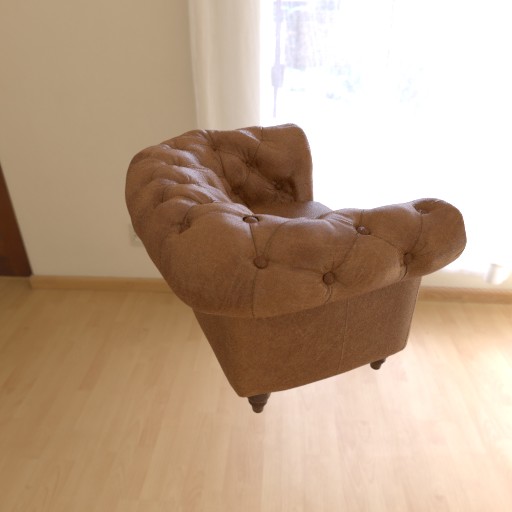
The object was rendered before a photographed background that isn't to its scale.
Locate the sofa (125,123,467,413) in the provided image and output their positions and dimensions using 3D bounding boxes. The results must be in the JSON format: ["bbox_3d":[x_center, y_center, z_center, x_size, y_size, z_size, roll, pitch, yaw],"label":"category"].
[{"bbox_3d":[0.000,0.000,2.008,1.033,0.878,1.405,-11,32,-19],"label":"sofa"}]
